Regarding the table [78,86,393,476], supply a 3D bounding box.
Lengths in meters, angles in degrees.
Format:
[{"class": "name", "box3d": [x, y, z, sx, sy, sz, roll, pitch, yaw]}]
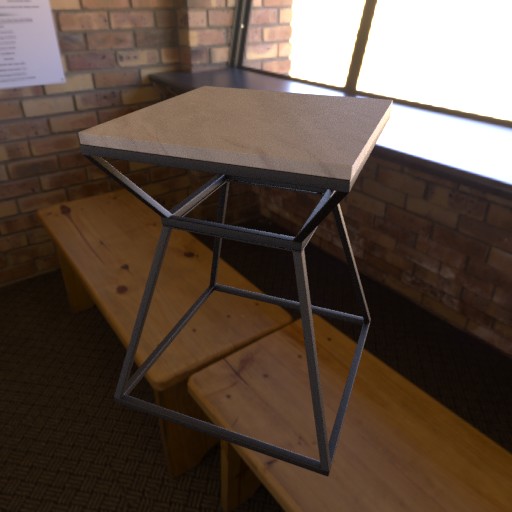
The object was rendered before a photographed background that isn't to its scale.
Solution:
[{"class": "table", "box3d": [0.000, 0.000, 0.893, 0.455, 0.559, 0.455, 11, 33, 18]}]
